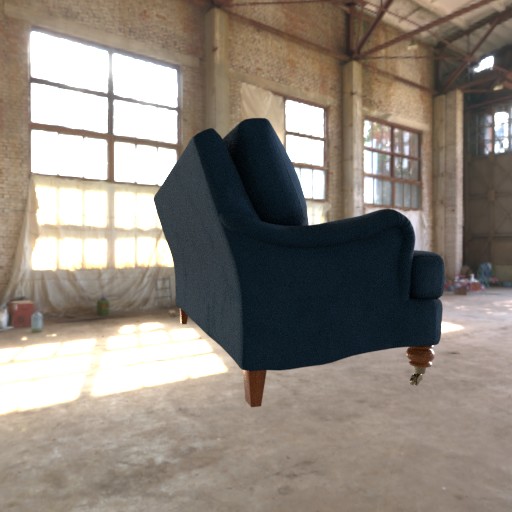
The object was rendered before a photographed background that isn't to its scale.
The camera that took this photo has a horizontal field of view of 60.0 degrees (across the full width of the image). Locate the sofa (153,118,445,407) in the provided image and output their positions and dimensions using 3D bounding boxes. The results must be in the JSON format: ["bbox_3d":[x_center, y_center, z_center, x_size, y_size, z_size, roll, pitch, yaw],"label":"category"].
[{"bbox_3d":[0.000,0.000,2.703,1.084,1.101,2.141,0,1,-17],"label":"sofa"}]
